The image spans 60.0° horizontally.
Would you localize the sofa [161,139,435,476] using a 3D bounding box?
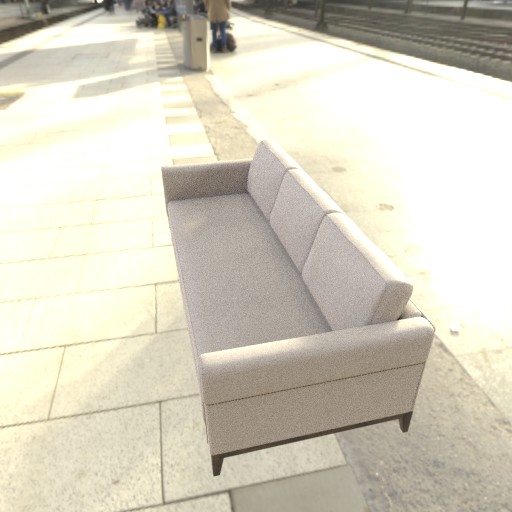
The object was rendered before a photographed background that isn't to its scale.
[{"bbox_3d":[0.000,0.000,2.703,0.959,0.838,2.210,-7,32,-12],"label":"sofa"}]
